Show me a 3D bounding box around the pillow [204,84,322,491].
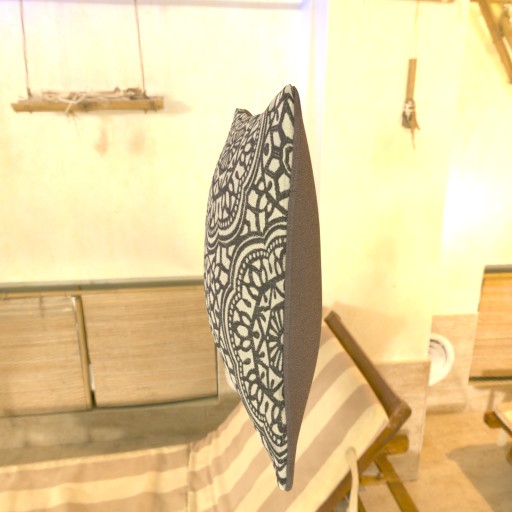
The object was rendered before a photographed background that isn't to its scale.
[{"bbox_3d":[0.000,0.000,0.626,0.148,0.417,0.436,-2,16,-8],"label":"pillow"}]
